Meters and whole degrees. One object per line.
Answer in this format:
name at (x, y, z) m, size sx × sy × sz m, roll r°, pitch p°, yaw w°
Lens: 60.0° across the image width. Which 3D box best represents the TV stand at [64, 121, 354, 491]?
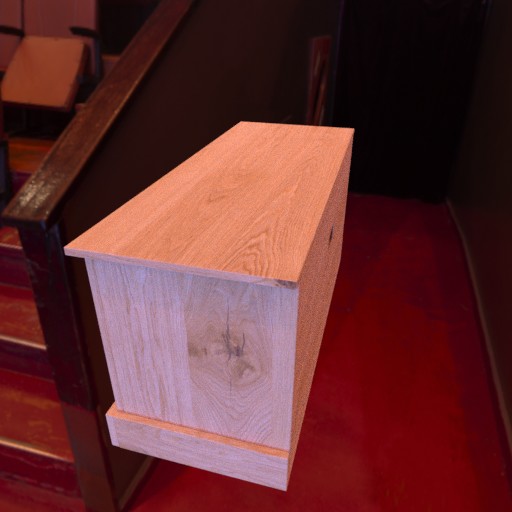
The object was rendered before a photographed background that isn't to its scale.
TV stand at (0.000, 0.000, 1.345) m, size 0.440 × 0.550 × 1.080 m, roll 8°, pitch 30°, yaw 14°
